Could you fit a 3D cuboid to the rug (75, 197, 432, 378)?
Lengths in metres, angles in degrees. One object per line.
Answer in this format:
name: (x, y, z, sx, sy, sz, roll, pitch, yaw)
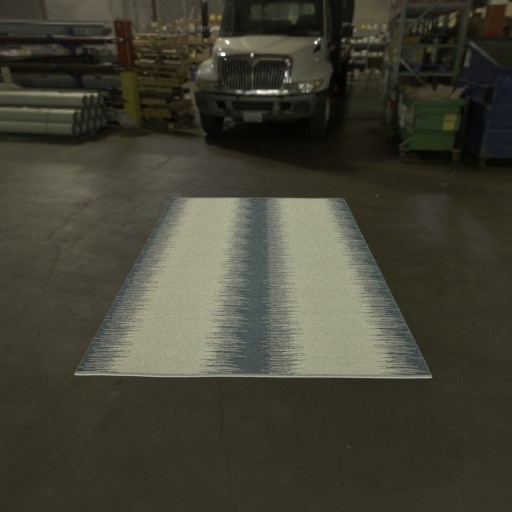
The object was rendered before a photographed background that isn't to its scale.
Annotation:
rug: (0.000, 0.000, 2.347, 1.234, 0.006, 1.854, 0, 27, 1)
